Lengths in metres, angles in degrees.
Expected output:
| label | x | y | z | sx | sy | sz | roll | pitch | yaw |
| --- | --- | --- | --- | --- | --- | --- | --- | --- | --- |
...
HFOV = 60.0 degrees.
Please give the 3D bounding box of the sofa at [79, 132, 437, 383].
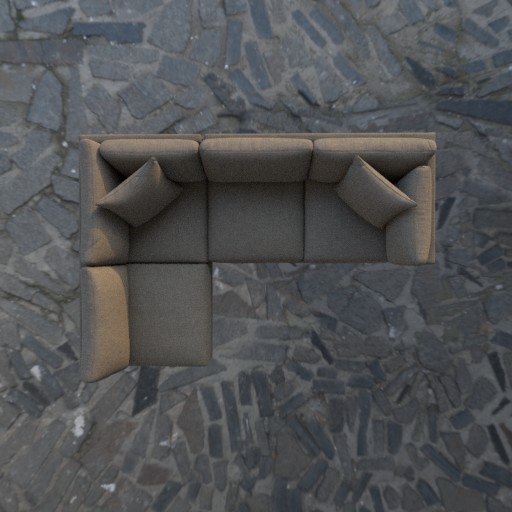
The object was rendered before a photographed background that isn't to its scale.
| label | x | y | z | sx | sy | sz | roll | pitch | yaw |
| --- | --- | --- | --- | --- | --- | --- | --- | --- | --- |
| sofa | 0.000 | 0.000 | 3.784 | 2.896 | 0.978 | 1.994 | 0 | 91 | 1 |
